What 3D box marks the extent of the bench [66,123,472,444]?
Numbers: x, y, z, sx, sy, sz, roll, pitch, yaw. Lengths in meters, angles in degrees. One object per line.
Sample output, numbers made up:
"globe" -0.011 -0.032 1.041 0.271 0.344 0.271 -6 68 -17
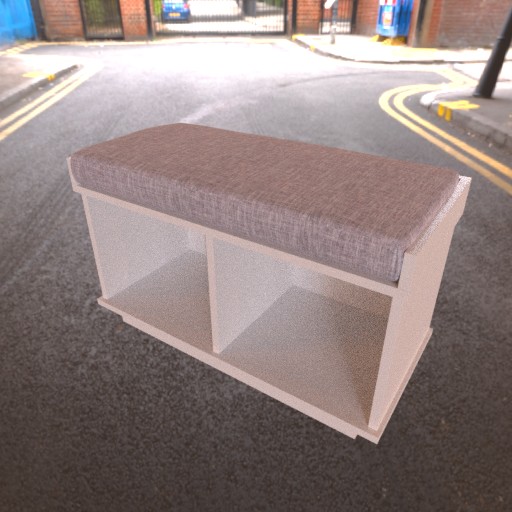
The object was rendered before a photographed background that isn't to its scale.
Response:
"bench" 0.000 0.000 0.980 0.734 0.461 0.362 19 35 29
